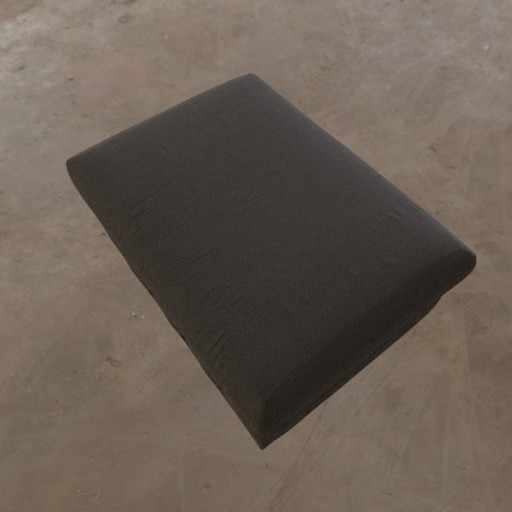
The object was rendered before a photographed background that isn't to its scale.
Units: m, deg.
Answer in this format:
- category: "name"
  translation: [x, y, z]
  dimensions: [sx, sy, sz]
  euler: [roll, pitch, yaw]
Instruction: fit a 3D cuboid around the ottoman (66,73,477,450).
- category: "ottoman"
  translation: [0.000, 0.000, 1.132]
  dimensions: [0.569, 0.500, 0.771]
  euler: [-33, 63, -19]
